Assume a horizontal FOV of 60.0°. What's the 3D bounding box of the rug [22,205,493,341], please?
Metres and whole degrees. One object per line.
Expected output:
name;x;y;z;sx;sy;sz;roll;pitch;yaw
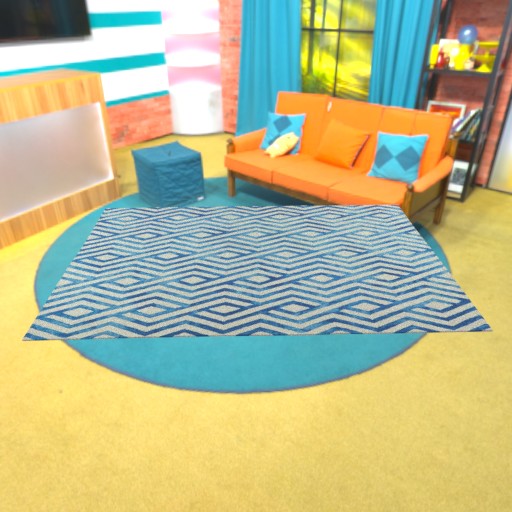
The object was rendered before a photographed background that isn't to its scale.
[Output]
rug;0.000;0.000;2.248;1.830;0.008;1.225;-1;30;-2
